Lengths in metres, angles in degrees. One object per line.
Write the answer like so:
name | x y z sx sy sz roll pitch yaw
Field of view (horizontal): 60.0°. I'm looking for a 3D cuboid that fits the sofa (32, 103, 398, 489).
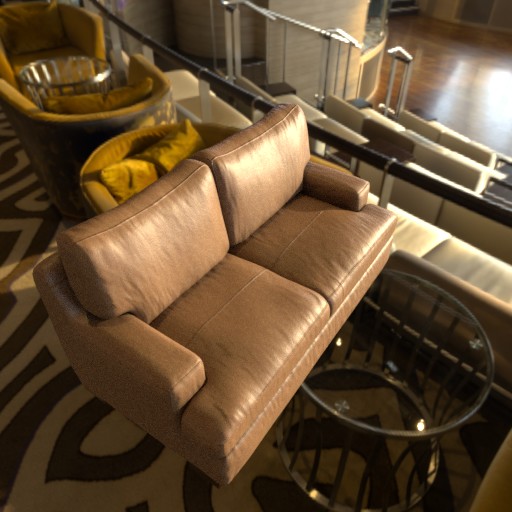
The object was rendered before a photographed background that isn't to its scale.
sofa | 0.000 0.000 2.334 0.962 0.980 1.855 24 46 26
